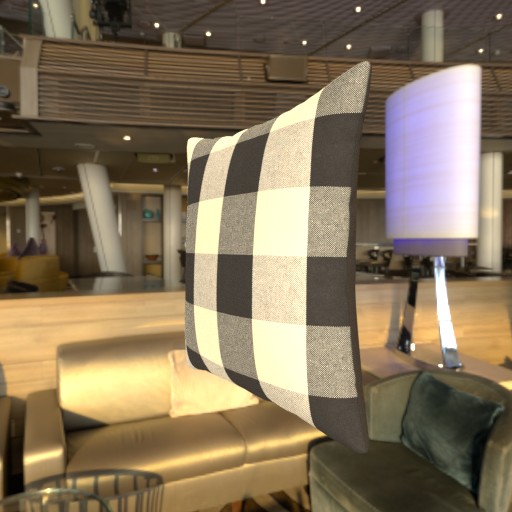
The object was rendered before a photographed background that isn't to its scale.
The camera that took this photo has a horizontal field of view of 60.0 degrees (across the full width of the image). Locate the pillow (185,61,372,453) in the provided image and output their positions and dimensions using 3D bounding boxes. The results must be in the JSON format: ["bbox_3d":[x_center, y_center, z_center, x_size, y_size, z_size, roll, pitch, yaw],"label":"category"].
[{"bbox_3d":[0.000,0.000,0.779,0.161,0.509,0.511,-1,2,-35],"label":"pillow"}]
